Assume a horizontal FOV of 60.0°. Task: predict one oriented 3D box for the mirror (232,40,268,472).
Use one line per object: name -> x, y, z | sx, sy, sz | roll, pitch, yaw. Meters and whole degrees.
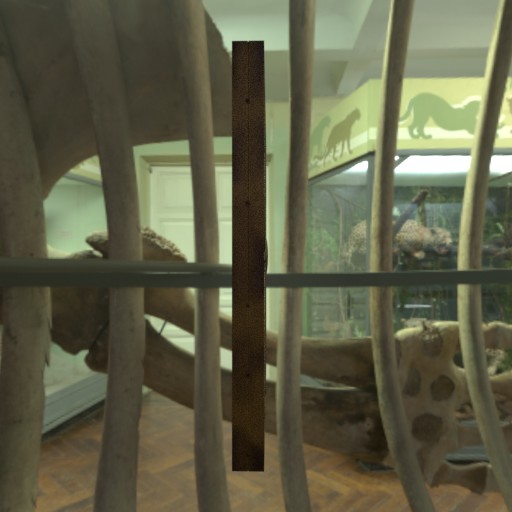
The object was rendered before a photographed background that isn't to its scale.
mirror -> 0.000, 0.000, 0.775 | 0.042, 0.507, 0.509 | 0, 0, 2
